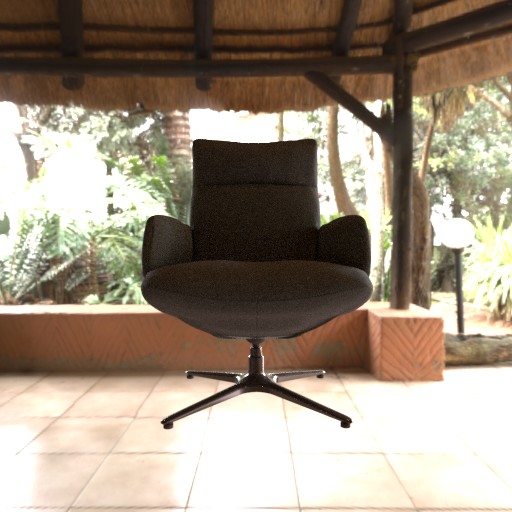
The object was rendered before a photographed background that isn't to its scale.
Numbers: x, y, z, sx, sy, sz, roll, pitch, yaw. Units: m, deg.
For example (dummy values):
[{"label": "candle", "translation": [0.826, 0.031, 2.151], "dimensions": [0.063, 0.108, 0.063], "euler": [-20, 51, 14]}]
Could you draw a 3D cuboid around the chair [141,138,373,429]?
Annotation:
[{"label": "chair", "translation": [0.000, 0.000, 1.560], "dimensions": [0.702, 0.984, 0.831], "euler": [0, 2, -1]}]
